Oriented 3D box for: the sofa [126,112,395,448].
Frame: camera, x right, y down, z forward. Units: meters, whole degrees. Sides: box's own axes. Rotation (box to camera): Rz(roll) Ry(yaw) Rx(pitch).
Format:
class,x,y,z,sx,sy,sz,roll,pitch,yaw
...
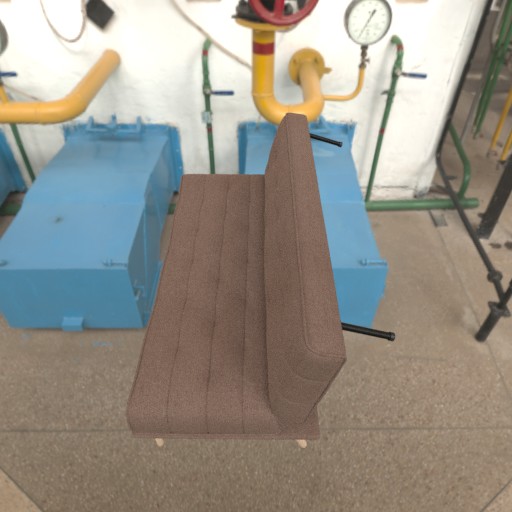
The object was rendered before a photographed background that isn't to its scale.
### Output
class,x,y,z,sx,sy,sz,roll,pitch,yaw
sofa,0.000,0.000,2.364,1.038,0.810,1.820,0,42,0
